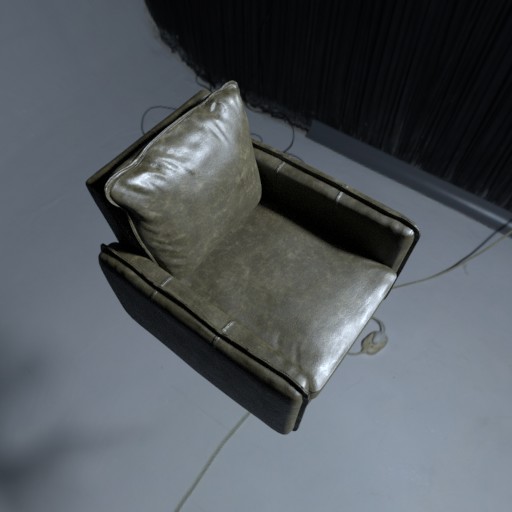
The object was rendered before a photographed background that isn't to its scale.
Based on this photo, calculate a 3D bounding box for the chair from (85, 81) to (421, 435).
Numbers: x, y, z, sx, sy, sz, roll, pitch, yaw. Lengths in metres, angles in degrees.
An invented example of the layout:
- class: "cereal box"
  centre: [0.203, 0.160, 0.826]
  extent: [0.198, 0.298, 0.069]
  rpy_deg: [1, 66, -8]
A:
- class: "chair"
  centre: [0.000, 0.000, 1.646]
  extent: [0.921, 0.921, 0.830]
  rpy_deg: [33, 64, 19]
